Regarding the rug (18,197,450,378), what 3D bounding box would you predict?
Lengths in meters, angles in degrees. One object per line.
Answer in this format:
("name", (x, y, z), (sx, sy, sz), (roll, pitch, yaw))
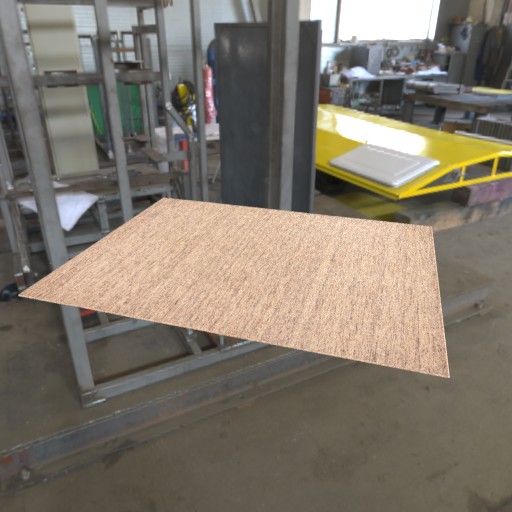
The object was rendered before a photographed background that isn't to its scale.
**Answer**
("rug", (0.000, 0.000, 4.147), (3.205, 0.013, 2.448), (8, 28, 15))
